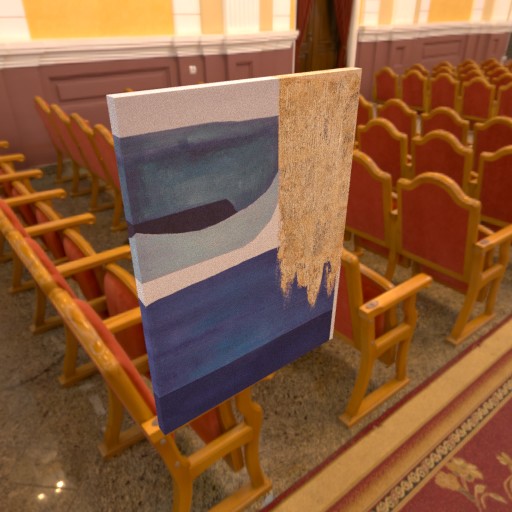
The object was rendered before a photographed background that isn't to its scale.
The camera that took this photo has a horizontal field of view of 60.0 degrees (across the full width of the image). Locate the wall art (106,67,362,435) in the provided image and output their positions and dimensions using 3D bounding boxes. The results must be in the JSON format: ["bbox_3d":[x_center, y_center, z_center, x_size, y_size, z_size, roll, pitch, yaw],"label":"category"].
[{"bbox_3d":[0.000,0.000,0.821,0.458,0.613,0.026,-21,36,-33],"label":"wall art"}]
